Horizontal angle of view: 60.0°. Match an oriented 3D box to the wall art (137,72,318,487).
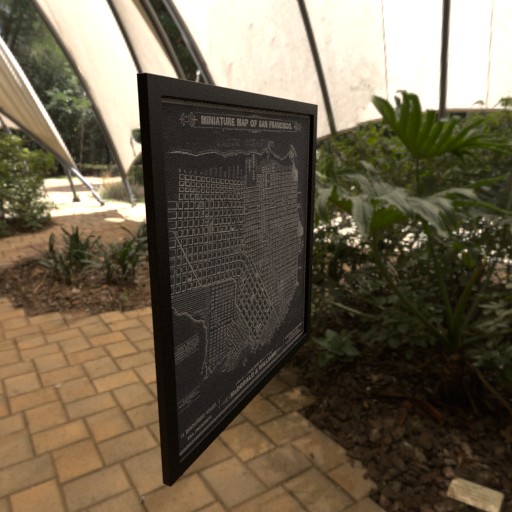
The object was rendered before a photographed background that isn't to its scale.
[{"bbox_3d":[0.000,0.000,0.665,0.012,0.458,0.457,8,17,27],"label":"wall art"}]
